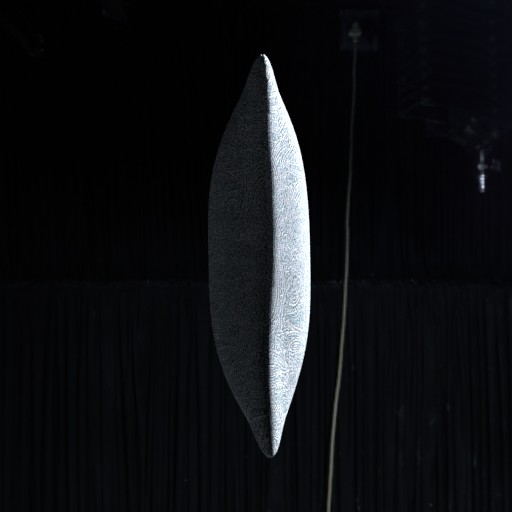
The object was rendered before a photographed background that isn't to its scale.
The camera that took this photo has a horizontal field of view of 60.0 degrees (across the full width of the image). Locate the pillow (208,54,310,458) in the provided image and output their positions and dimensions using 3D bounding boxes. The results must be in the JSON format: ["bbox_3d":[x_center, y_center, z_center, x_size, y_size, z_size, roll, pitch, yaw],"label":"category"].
[{"bbox_3d":[0.000,0.000,0.811,0.166,0.507,0.526,0,0,-3],"label":"pillow"}]
